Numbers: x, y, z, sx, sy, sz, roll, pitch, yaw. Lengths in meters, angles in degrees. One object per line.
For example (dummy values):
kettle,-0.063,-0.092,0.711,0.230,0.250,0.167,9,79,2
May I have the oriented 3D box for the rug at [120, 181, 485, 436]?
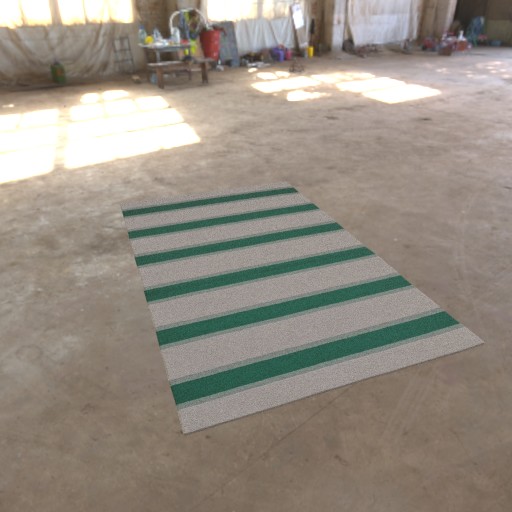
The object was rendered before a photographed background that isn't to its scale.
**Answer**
rug,0.000,0.000,2.953,1.521,0.015,2.436,-11,32,-18
